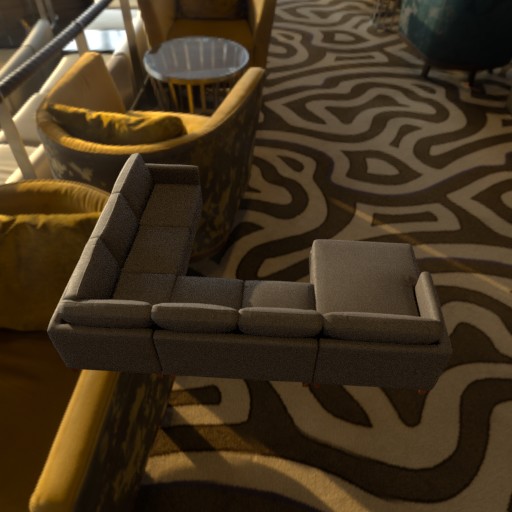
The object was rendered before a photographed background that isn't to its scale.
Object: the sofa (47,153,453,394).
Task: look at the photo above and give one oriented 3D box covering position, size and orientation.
[{"bbox_3d":[0.000,0.000,4.769,3.460,0.961,2.594,3,46,3],"label":"sofa"}]
